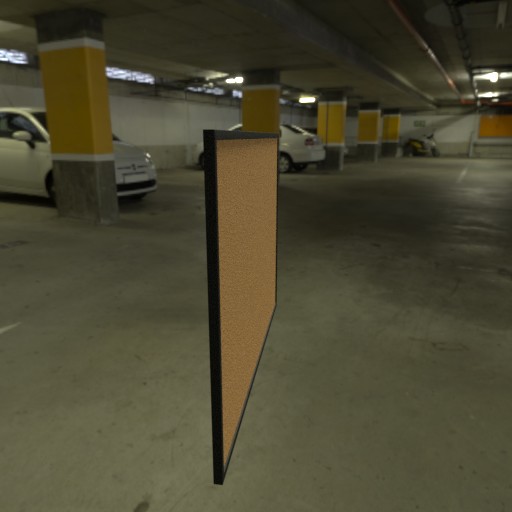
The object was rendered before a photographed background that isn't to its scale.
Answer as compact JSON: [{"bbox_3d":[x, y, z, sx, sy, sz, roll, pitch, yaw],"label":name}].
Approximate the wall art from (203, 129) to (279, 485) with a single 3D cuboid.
[{"bbox_3d":[0.000,0.000,0.852,0.013,0.458,0.664,2,15,9],"label":"wall art"}]
